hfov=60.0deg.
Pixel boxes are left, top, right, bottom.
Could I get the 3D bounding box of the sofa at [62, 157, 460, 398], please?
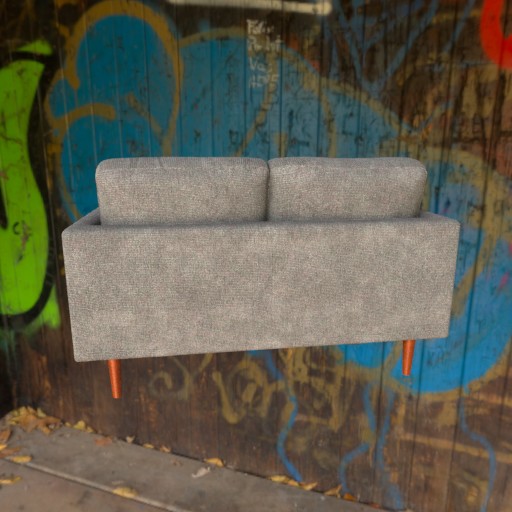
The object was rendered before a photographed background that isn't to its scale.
[{"bbox_3d":[0.000,0.000,2.158,1.582,0.956,0.903,-2,14,-8],"label":"sofa"}]
